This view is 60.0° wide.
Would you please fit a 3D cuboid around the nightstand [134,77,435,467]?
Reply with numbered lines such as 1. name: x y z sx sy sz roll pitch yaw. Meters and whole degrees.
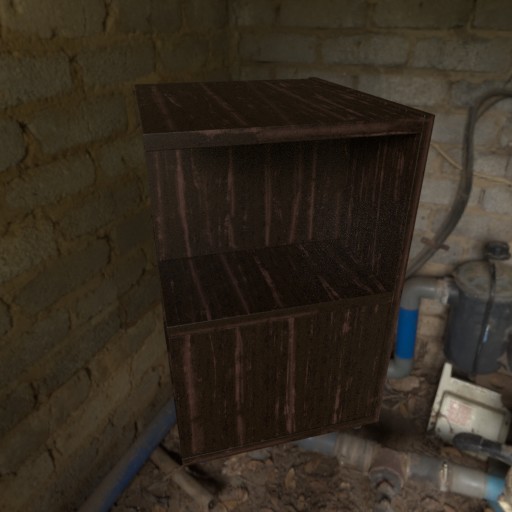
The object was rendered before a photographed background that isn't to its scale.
1. nightstand: 0.000 0.000 0.813 0.356 0.559 0.400 -7 29 -13
